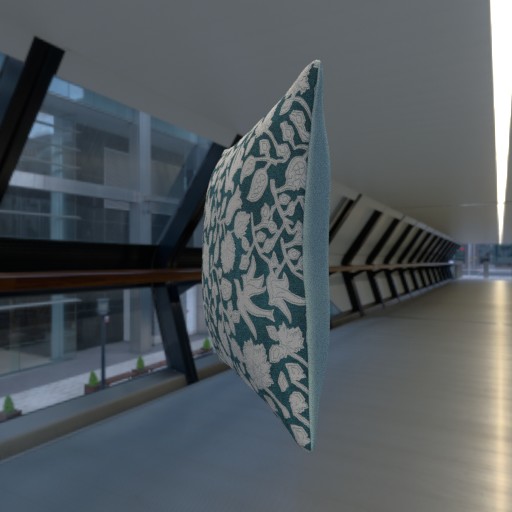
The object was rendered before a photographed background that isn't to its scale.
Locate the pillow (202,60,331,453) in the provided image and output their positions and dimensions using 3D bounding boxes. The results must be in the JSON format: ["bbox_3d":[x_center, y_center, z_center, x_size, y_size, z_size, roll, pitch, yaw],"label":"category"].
[{"bbox_3d":[0.000,0.000,0.818,0.166,0.508,0.525,0,0,-17],"label":"pillow"}]
